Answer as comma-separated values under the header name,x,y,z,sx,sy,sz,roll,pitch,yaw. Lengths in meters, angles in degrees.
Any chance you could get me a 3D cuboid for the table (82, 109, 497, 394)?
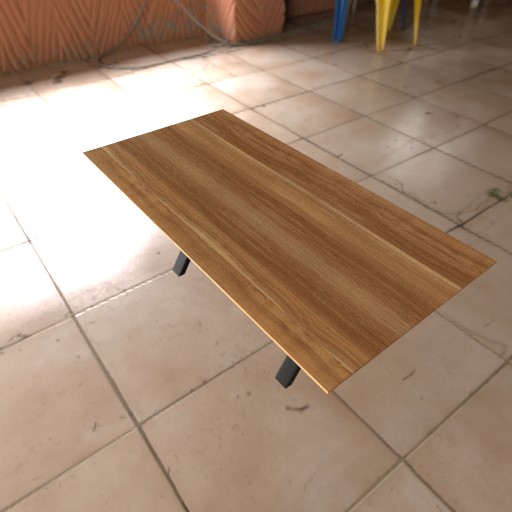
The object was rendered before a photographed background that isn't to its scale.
name,x,y,z,sx,sy,sz,roll,pitch,yaw
table,0.000,0.000,2.470,1.000,0.770,2.000,-27,48,-28
